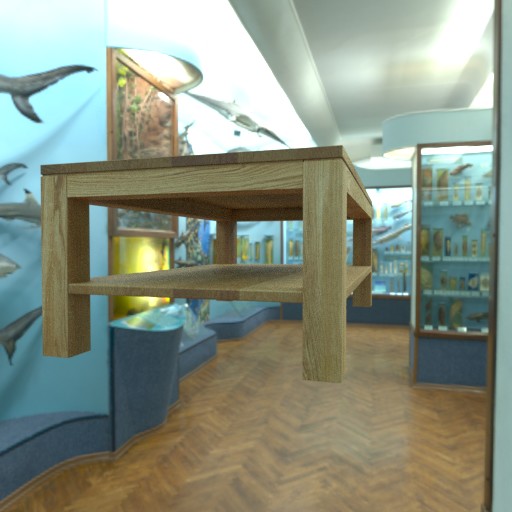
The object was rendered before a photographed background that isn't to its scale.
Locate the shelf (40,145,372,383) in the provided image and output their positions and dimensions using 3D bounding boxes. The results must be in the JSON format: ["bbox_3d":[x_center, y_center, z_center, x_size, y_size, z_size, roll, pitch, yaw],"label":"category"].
[{"bbox_3d":[0.000,0.000,1.488,0.700,0.450,1.150,0,2,17],"label":"shelf"}]
